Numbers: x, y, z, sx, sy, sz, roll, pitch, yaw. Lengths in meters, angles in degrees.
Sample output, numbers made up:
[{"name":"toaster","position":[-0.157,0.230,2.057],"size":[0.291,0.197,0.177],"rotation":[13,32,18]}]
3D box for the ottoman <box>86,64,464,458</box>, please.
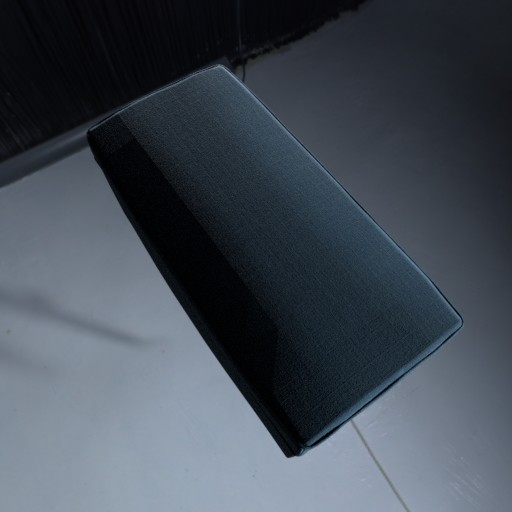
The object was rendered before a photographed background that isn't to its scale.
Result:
[{"name":"ottoman","position":[0.000,0.000,1.213],"size":[0.474,0.474,0.943],"rotation":[-32,68,-14]}]
